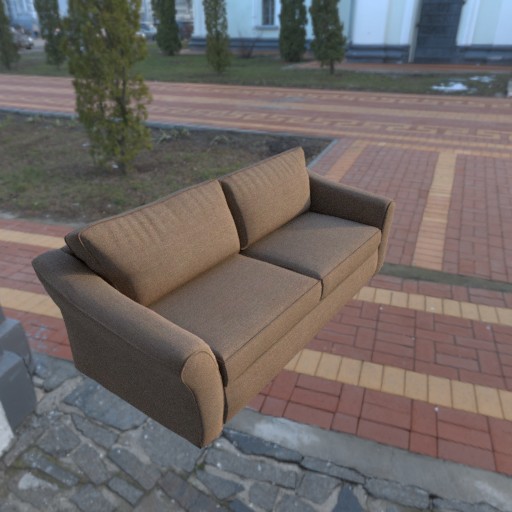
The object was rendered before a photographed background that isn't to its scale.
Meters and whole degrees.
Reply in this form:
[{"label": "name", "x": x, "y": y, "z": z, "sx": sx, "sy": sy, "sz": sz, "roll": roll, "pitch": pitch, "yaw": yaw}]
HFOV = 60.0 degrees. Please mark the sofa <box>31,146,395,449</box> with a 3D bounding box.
[{"label": "sofa", "x": 0.000, "y": 0.000, "z": 2.736, "sx": 0.986, "sy": 0.906, "sz": 2.270, "roll": 19, "pitch": 33, "yaw": 32}]
